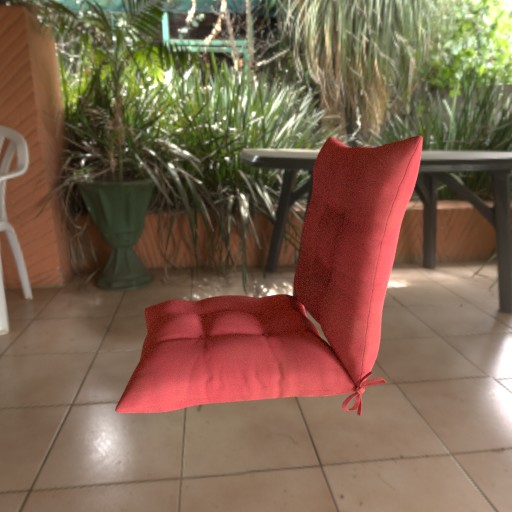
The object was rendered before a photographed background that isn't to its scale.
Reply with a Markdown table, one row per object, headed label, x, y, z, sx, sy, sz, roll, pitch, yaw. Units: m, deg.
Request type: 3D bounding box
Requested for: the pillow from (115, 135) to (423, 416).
| label | x | y | z | sx | sy | sz | roll | pitch | yaw |
| --- | --- | --- | --- | --- | --- | --- | --- | --- | --- |
| pillow | 0.000 | 0.000 | 1.022 | 0.585 | 0.536 | 0.541 | -2 | 15 | -8 |
